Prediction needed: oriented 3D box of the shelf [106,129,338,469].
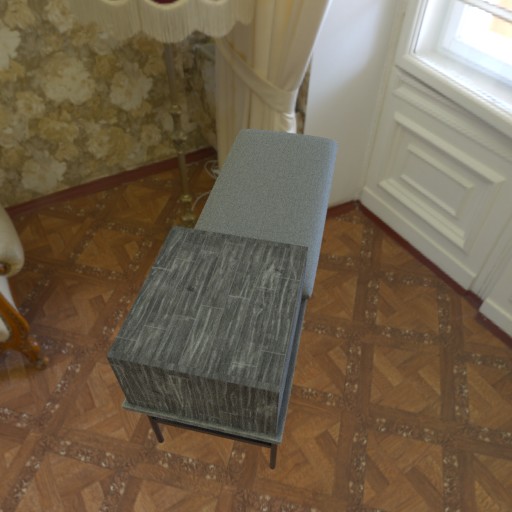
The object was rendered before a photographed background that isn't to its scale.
[{"bbox_3d":[0.000,0.000,1.635,0.457,0.633,1.342,9,48,8],"label":"shelf"}]
